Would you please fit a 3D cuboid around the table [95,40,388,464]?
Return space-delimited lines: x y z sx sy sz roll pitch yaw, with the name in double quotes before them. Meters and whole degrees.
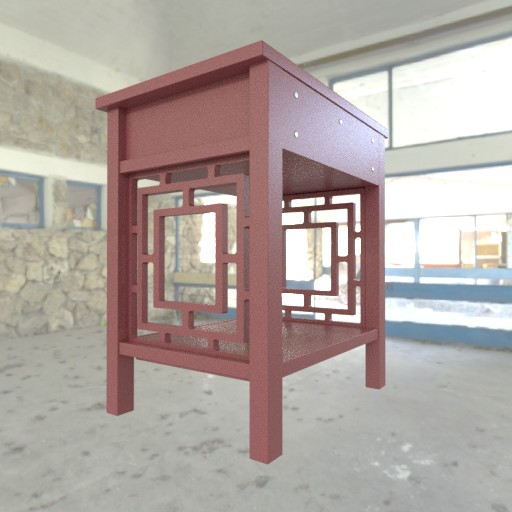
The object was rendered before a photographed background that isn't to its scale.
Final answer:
"table" 0.000 0.000 1.081 0.451 0.686 0.599 0 -1 35
